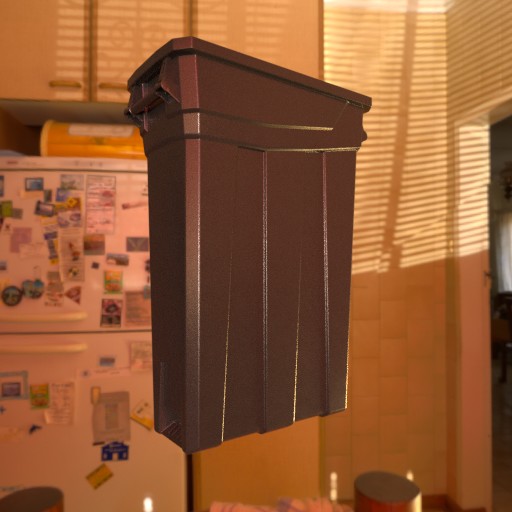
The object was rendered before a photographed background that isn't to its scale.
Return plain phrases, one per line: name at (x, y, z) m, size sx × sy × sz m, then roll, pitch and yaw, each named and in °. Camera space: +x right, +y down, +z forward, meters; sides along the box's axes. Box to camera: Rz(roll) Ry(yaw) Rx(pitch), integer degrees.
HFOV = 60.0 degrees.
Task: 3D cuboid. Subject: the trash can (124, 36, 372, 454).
trash can at (0.000, 0.000, 1.025) m, size 0.559 × 0.762 × 0.281 m, roll 1°, pitch -2°, yaw -36°
